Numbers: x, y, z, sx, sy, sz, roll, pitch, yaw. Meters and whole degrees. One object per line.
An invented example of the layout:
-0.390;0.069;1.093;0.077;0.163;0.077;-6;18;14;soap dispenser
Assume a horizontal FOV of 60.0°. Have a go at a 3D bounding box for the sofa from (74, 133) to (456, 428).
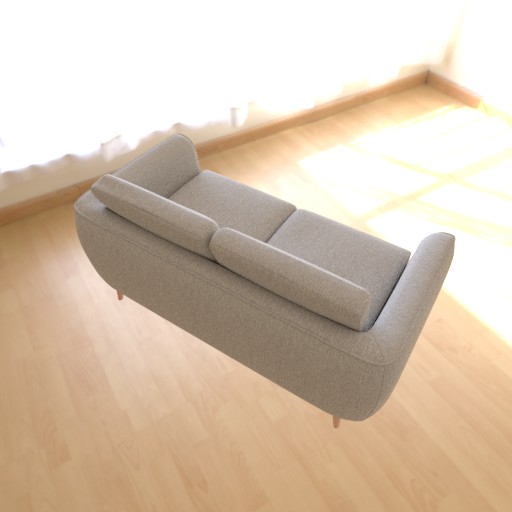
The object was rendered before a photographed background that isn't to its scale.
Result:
0.000;0.000;2.241;1.700;0.850;0.920;25;51;22;sofa
